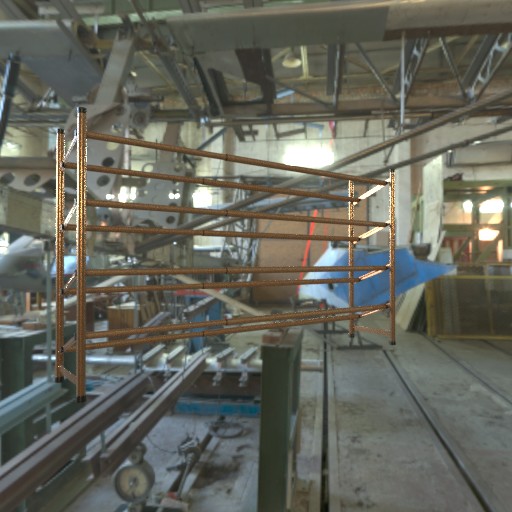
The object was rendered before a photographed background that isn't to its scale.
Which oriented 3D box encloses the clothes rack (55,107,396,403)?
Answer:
[{"bbox_3d":[0.000,0.000,1.436,1.168,0.672,0.229,0,-1,-36],"label":"clothes rack"}]
